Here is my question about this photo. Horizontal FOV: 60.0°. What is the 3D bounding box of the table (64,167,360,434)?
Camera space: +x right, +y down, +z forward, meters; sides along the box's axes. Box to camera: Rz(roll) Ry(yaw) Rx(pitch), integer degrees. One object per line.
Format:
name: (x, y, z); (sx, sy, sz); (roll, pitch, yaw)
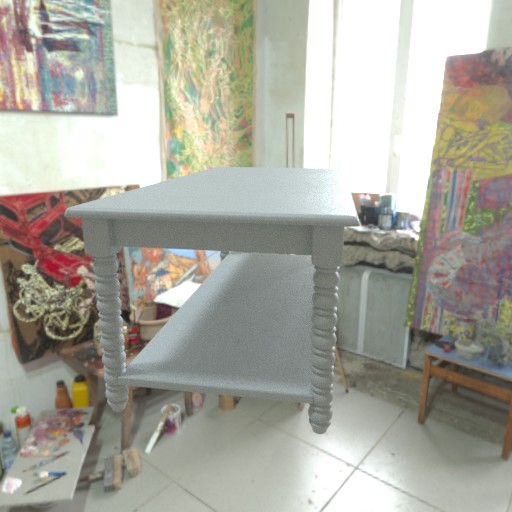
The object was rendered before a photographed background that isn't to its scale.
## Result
table: (0.000, 0.000, 1.451); (0.580, 0.487, 1.171); (3, 16, 9)
